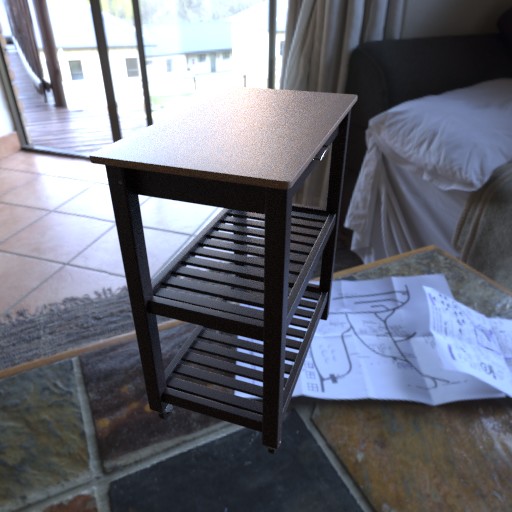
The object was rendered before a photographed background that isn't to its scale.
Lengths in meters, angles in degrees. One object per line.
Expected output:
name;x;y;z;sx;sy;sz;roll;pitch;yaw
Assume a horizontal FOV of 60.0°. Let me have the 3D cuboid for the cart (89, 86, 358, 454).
cart;0.000;0.000;1.495;0.457;0.927;0.899;11;33;17
